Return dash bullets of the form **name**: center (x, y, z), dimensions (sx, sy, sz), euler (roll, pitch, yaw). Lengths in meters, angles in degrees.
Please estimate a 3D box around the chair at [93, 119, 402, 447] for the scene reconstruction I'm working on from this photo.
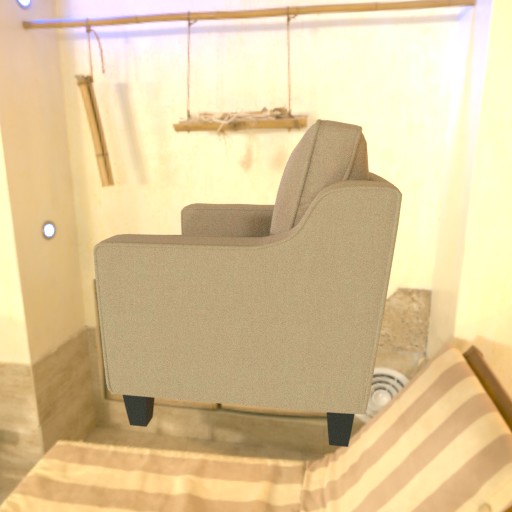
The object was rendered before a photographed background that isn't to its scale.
- **chair**: center (0.000, 0.000, 1.662), dimensions (0.882, 0.948, 0.922), euler (2, 14, 9)
